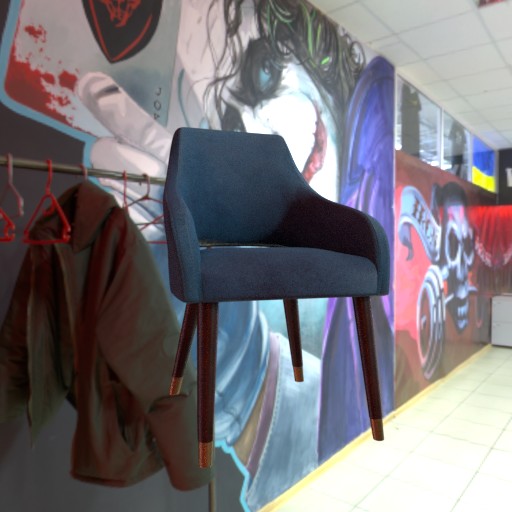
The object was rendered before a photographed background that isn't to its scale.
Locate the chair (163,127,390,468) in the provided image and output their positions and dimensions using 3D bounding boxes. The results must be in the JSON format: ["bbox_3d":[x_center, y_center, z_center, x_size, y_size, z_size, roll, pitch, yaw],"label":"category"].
[{"bbox_3d":[0.000,0.000,1.594,0.683,1.081,0.794,0,1,-18],"label":"chair"}]
